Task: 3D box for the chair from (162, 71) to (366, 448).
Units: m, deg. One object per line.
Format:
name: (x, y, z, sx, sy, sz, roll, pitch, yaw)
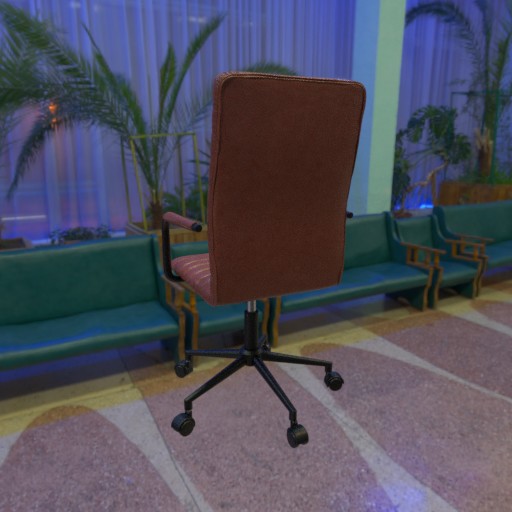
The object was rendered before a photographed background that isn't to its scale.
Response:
chair: (0.000, 0.000, 1.353, 0.608, 0.979, 0.580, -7, 16, -25)
